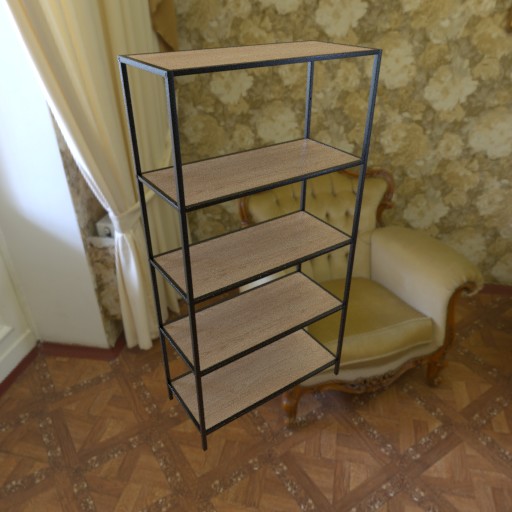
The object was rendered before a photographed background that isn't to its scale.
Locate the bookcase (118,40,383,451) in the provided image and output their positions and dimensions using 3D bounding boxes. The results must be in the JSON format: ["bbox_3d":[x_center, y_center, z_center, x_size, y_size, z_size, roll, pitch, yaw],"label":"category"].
[{"bbox_3d":[0.000,0.000,1.783,0.770,1.500,0.350,-20,37,-29],"label":"bookcase"}]
